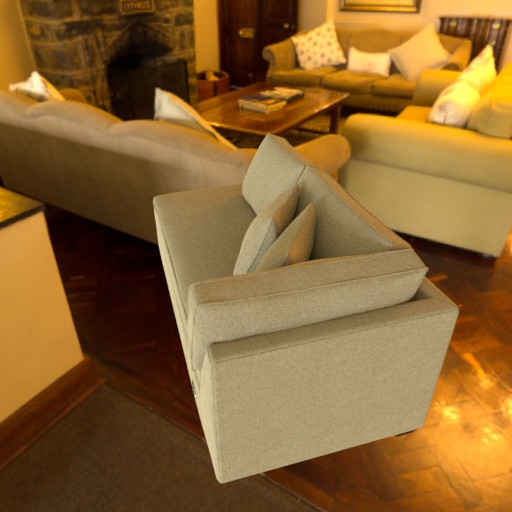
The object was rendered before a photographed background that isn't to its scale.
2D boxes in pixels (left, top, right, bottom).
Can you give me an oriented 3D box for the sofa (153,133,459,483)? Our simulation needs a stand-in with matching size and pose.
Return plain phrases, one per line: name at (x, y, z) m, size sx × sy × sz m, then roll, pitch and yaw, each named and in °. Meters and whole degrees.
sofa at (0.000, 0.000, 2.750) m, size 1.110 × 1.019 × 2.238 m, roll -9°, pitch 33°, yaw -14°
